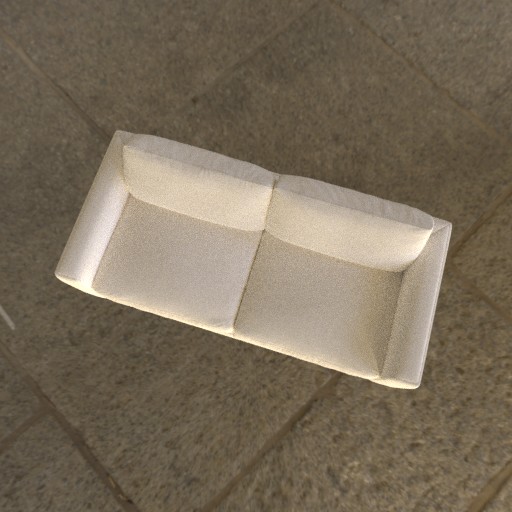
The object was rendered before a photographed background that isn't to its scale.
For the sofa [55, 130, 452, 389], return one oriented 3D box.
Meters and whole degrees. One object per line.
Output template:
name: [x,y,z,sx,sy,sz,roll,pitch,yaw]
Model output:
sofa: [0.000,0.000,2.837,2.262,0.801,1.070,16,75,4]
